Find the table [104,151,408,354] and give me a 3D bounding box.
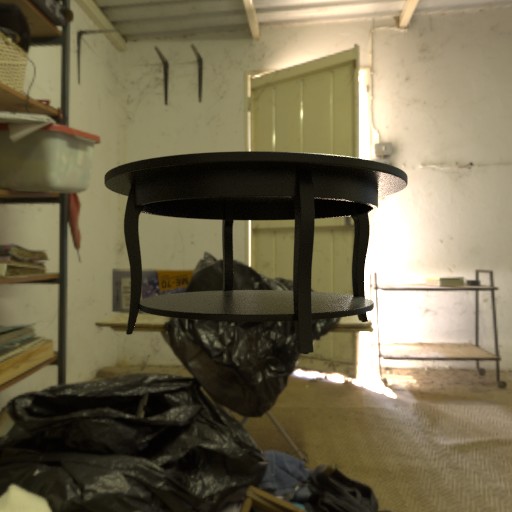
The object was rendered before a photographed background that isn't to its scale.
[{"bbox_3d":[0.000,0.000,1.414,0.914,0.457,0.914,0,0,0],"label":"table"}]
